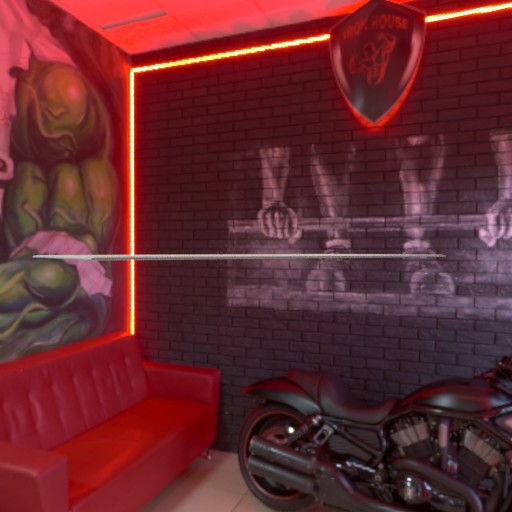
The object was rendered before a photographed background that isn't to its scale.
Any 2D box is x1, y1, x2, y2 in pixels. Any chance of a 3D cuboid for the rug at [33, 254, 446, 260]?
[{"bbox_3d":[0.000,0.000,1.441,1.219,0.007,0.604,0,1,-36],"label":"rug"}]
